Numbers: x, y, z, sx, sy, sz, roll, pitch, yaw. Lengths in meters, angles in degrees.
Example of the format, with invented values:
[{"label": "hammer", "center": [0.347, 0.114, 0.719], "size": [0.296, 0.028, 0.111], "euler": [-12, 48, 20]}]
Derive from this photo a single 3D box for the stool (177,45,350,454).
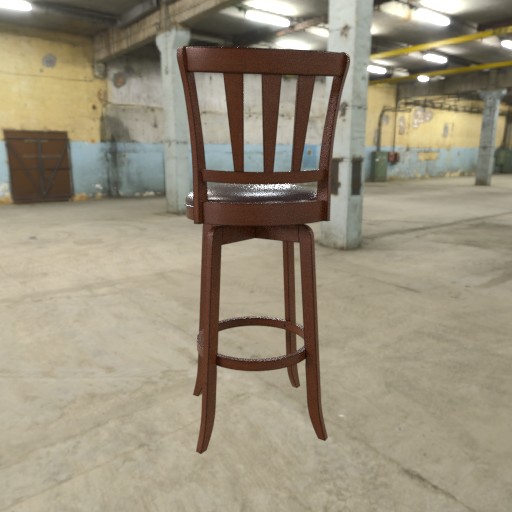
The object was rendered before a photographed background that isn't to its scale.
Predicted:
[{"label": "stool", "center": [0.000, 0.000, 1.443], "size": [0.464, 1.177, 0.503], "euler": [-2, 12, -9]}]
